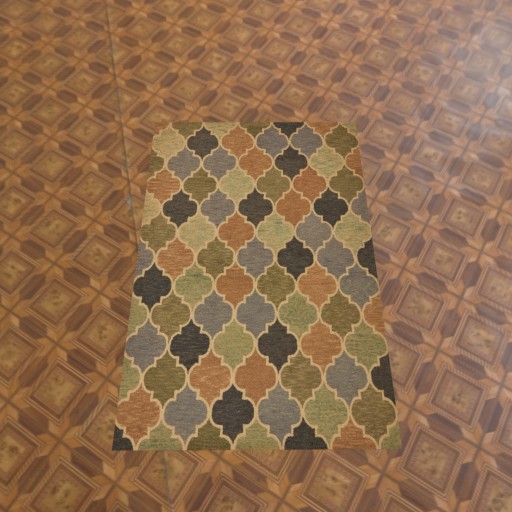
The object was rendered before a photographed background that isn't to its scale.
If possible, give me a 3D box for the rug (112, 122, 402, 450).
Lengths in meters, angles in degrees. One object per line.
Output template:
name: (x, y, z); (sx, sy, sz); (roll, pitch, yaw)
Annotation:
rug: (0.000, 0.000, 2.845); (1.521, 0.006, 2.284); (0, 63, 0)
